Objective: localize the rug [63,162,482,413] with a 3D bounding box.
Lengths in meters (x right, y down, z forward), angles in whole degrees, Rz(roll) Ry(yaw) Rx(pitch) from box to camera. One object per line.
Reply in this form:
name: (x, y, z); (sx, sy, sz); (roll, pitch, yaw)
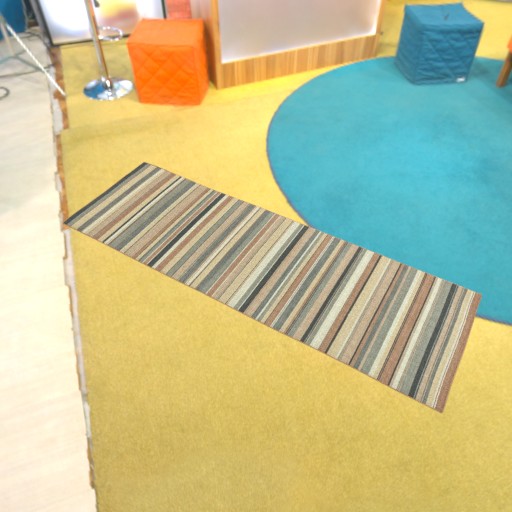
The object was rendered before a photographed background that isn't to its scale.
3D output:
rug: (0.000, 0.000, 2.650); (2.444, 0.010, 0.799); (24, 51, 21)
